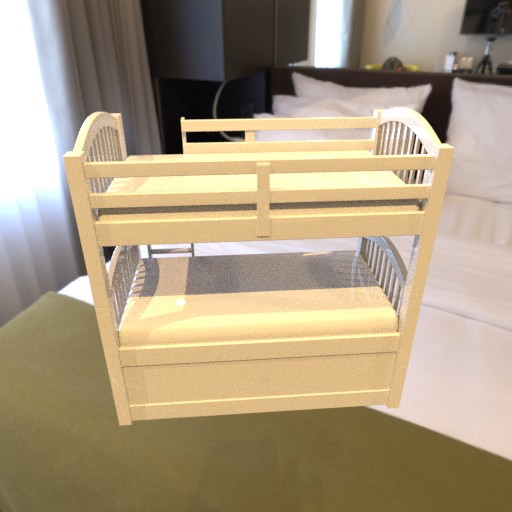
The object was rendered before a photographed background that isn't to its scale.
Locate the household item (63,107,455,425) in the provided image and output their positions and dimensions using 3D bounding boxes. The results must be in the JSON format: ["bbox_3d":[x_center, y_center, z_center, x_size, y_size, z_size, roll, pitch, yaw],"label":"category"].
[{"bbox_3d":[0.000,0.000,3.226,2.032,2.032,1.143,-2,29,-4],"label":"household item"}]
